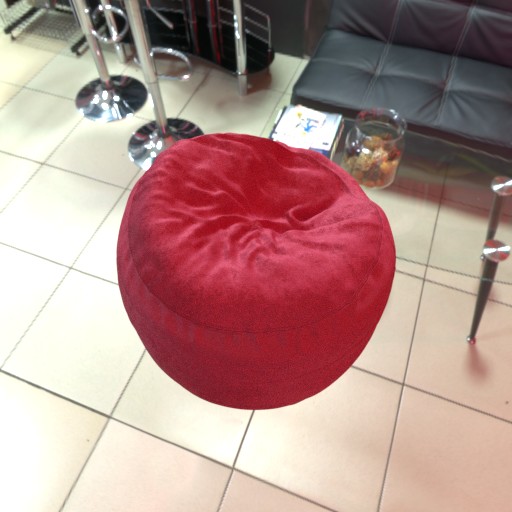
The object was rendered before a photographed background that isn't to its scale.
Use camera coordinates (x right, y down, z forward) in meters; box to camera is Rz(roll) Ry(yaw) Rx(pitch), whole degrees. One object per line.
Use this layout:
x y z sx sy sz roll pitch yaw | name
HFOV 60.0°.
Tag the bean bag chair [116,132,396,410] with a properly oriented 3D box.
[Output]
0.000 0.000 2.002 1.218 0.788 1.218 0 57 0 | bean bag chair
